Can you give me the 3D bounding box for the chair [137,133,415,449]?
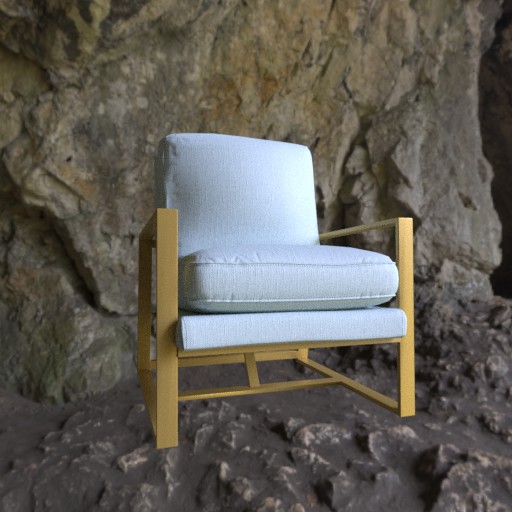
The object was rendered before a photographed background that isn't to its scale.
[{"bbox_3d":[0.000,0.000,1.554,0.758,0.956,0.813,0,-1,-18],"label":"chair"}]
